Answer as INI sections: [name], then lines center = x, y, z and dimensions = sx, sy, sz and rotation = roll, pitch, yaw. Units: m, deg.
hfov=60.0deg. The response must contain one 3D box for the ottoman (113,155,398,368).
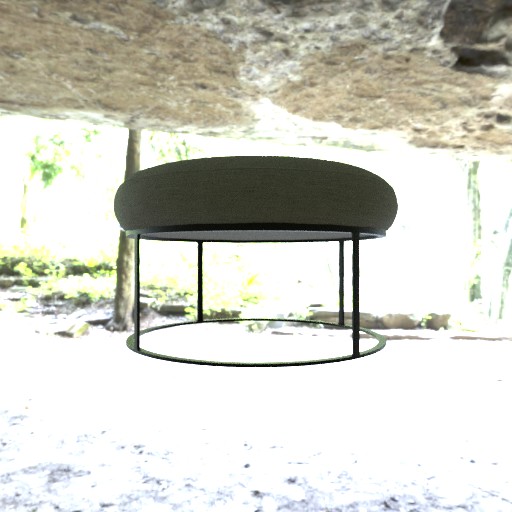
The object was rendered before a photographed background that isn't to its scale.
[ottoman]
center = 0.000, 0.000, 1.253
dimensions = 0.769, 0.459, 0.769
rotation = 0, 0, 0
